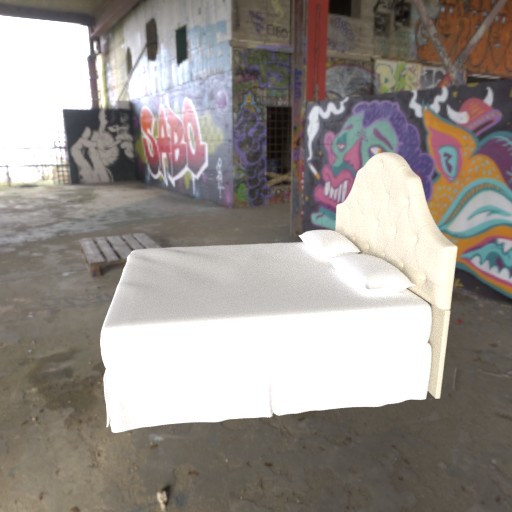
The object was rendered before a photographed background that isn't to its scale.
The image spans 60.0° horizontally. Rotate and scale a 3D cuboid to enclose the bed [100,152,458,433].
[{"bbox_3d":[0.000,0.000,3.568,2.214,1.615,2.008,-3,15,-10],"label":"bed"}]
